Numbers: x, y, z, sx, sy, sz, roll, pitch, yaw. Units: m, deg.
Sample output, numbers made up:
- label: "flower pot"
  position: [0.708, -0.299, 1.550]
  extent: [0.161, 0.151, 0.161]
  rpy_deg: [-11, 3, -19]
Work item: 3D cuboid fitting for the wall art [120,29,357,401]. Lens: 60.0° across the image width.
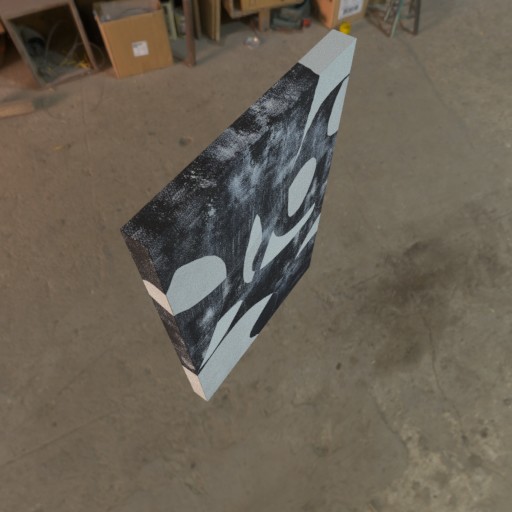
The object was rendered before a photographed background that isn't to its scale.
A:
- label: "wall art"
  position: [0.000, 0.000, 0.771]
  extent: [0.039, 0.610, 0.407]
  rpy_deg: [32, 64, 18]
